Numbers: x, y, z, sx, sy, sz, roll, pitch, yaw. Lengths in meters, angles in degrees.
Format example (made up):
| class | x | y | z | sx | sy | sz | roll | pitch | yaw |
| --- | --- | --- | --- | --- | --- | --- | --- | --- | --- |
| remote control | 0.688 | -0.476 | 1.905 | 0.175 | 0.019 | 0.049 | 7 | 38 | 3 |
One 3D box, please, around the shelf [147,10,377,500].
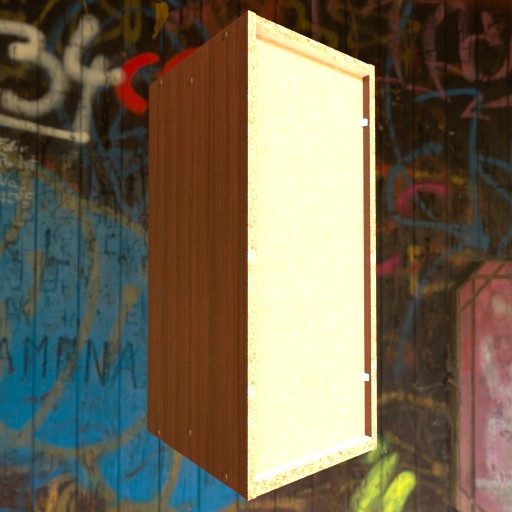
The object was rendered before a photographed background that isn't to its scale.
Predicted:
| class | x | y | z | sx | sy | sz | roll | pitch | yaw |
| --- | --- | --- | --- | --- | --- | --- | --- | --- | --- |
| shelf | 0.000 | 0.000 | 0.733 | 0.253 | 0.600 | 0.290 | 1 | -2 | -38 |
